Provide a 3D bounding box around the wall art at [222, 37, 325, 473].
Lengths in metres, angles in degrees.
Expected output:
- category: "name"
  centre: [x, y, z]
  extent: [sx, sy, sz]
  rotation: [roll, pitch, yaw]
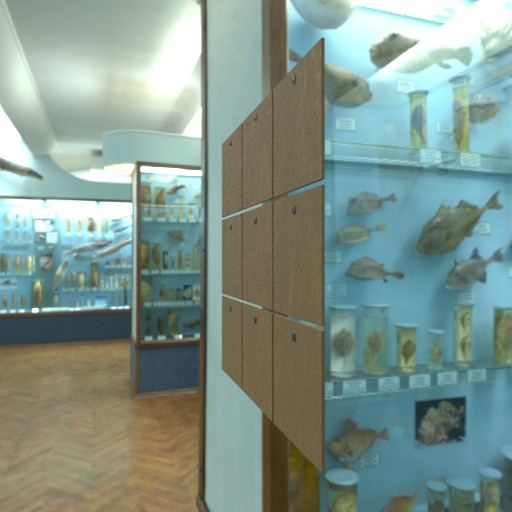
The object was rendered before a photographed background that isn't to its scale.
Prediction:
- category: "wall art"
  centre: [0.000, 0.000, 2.275]
  extent: [0.023, 1.522, 1.526]
  rotation: [0, 0, -18]
